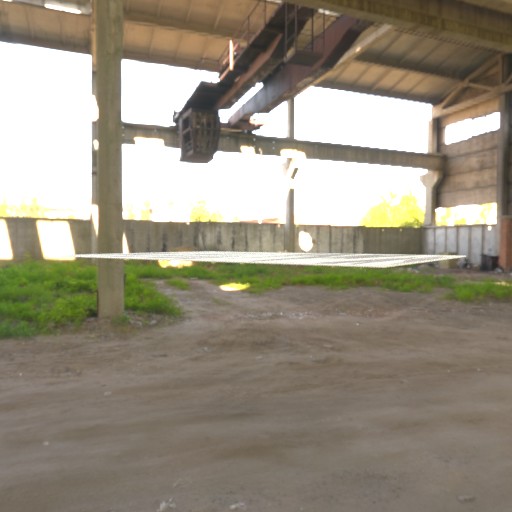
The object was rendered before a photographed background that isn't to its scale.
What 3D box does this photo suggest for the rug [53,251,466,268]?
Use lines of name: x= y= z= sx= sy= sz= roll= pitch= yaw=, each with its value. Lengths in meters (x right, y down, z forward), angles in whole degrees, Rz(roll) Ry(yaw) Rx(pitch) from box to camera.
rug: x=0.000 y=0.000 z=2.350 sx=1.827 sy=0.008 sz=1.225 roll=1 pitch=2 yaw=36
